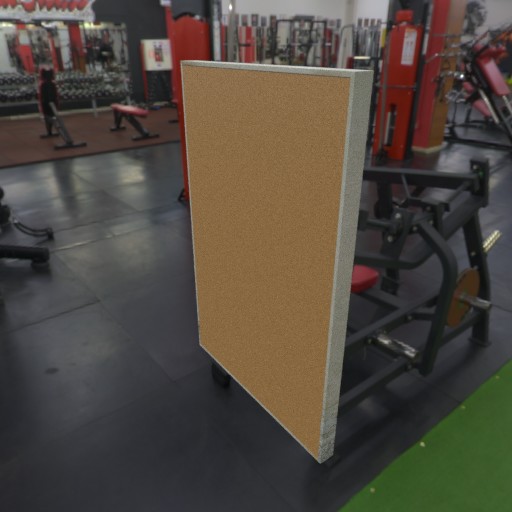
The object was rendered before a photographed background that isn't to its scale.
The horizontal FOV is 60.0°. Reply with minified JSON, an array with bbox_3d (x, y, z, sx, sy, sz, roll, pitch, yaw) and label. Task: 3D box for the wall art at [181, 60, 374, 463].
[{"bbox_3d":[0.000,0.000,0.963,0.038,0.764,0.508,-18,31,-32],"label":"wall art"}]
